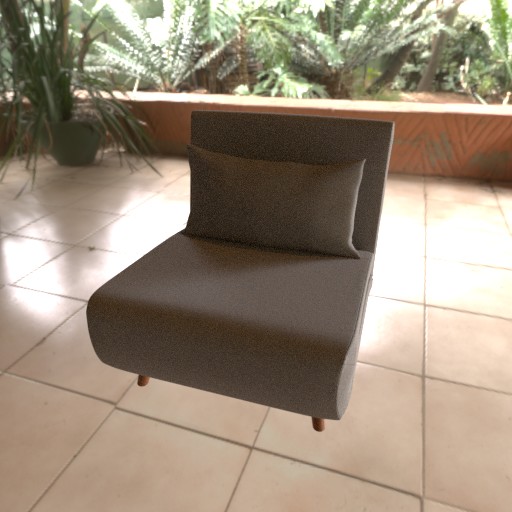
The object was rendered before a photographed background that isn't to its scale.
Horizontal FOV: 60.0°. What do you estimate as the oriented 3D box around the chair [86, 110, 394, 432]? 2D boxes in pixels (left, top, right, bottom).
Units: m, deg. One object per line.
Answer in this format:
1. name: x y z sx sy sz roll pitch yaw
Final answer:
1. chair: 0.000 0.000 1.493 0.770 0.808 0.902 9 29 16
